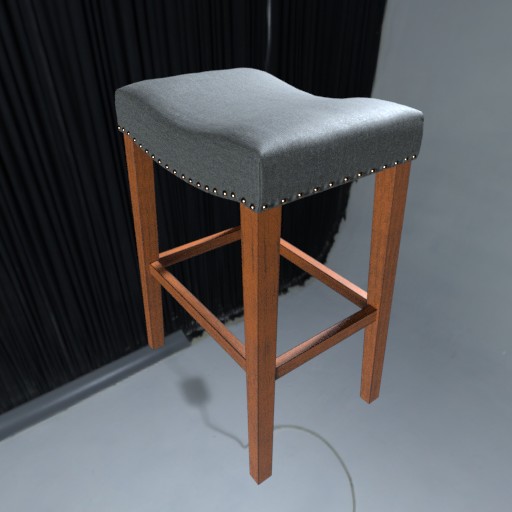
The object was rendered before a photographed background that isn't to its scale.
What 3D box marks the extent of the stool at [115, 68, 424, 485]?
[{"bbox_3d":[0.000,0.000,0.843,0.320,0.612,0.439,-22,38,-30],"label":"stool"}]
